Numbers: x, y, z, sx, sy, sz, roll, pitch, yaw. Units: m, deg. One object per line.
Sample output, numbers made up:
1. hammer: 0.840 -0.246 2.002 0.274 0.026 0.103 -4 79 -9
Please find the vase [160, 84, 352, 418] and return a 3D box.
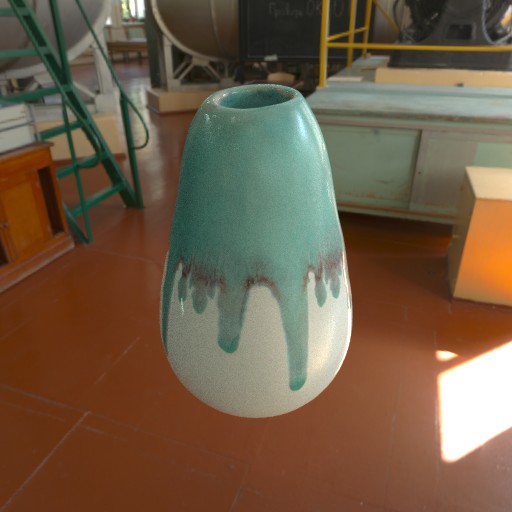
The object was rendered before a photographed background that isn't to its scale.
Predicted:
1. vase: 0.000 0.000 0.253 0.116 0.179 0.116 0 29 0
